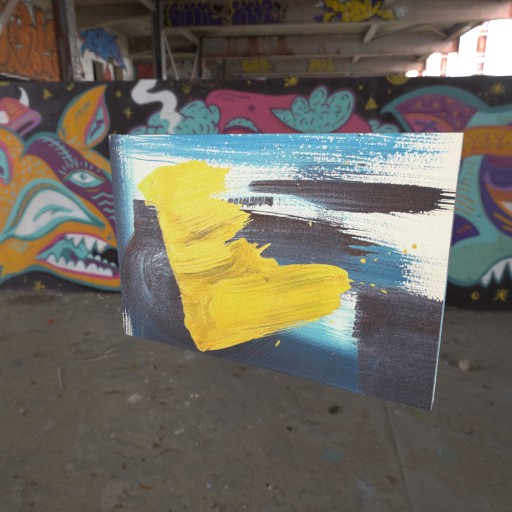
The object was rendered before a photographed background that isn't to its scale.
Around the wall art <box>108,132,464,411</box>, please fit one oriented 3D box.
[{"bbox_3d":[0.000,0.000,0.765,0.609,0.406,0.033,7,16,26],"label":"wall art"}]
